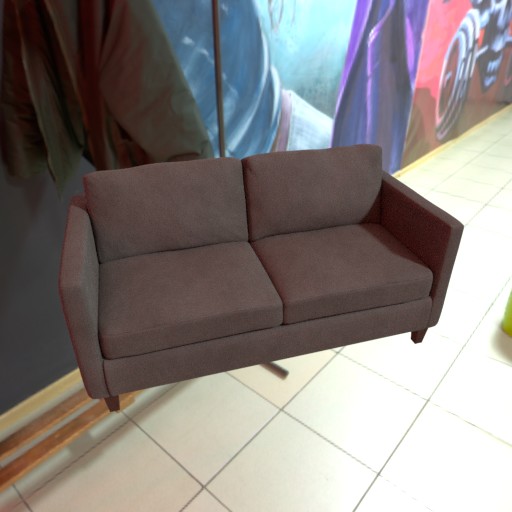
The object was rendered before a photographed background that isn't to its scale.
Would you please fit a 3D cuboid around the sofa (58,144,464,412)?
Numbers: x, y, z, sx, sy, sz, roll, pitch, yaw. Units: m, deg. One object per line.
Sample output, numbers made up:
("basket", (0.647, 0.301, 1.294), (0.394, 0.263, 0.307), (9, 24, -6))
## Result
("sofa", (0.000, 0.000, 2.428), (1.884, 0.963, 0.950), (-9, 32, -14))
